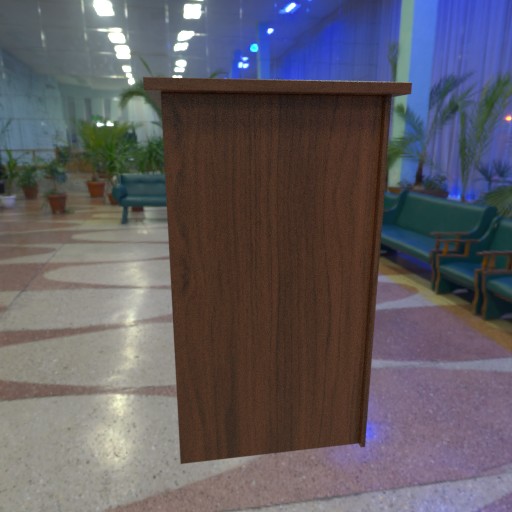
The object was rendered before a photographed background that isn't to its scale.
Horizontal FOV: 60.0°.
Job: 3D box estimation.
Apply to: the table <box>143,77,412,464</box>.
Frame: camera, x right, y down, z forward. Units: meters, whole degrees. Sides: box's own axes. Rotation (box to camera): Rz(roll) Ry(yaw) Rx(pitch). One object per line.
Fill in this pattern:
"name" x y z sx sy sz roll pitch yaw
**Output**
"table" 0.000 0.000 0.926 0.381 0.636 0.480 -3 16 -9
